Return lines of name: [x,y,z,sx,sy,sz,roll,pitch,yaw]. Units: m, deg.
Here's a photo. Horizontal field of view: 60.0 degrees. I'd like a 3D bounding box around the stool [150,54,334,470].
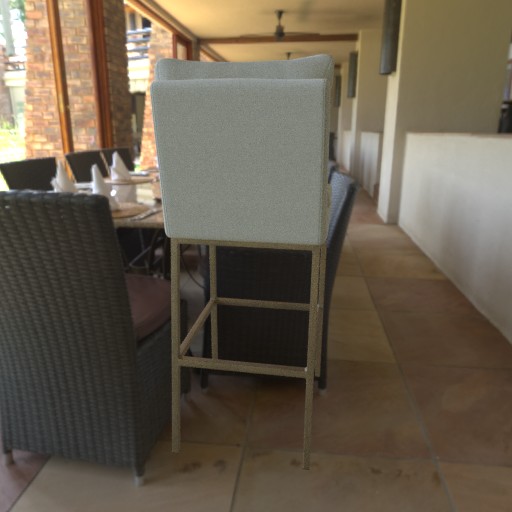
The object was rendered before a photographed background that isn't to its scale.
stool: [0.000,0.000,1.419,0.463,1.125,0.572,3,16,9]
